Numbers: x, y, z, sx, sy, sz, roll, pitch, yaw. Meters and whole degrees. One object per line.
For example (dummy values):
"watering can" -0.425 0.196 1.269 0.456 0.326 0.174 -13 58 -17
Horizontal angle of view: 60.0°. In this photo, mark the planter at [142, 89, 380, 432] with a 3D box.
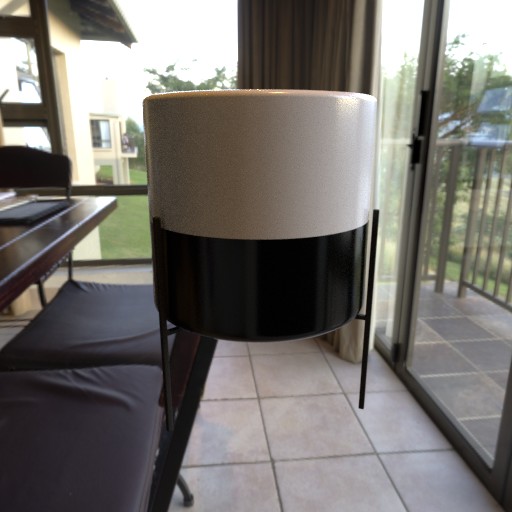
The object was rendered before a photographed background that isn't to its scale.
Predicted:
"planter" 0.000 0.000 0.643 0.310 0.432 0.310 -8 18 -24
